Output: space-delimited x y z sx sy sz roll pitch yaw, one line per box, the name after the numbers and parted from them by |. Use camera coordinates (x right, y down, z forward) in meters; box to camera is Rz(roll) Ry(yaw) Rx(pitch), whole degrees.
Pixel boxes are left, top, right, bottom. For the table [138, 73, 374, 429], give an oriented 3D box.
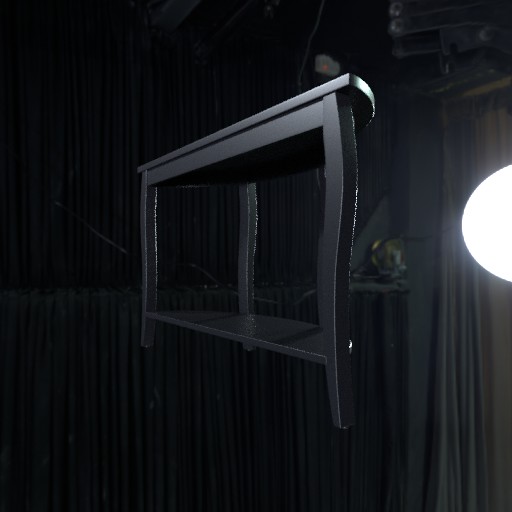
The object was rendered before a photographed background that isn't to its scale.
0.000 0.000 1.560 0.394 0.780 1.219 0 -1 -36 | table
